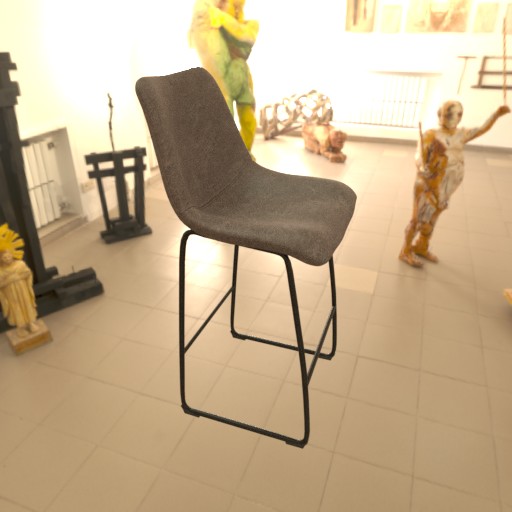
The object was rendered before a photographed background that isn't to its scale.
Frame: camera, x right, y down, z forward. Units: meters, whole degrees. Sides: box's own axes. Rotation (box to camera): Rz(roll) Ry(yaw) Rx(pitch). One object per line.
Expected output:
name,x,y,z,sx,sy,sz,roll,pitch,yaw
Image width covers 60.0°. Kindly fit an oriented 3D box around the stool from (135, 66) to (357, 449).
stool,0.000,0.000,1.422,0.561,1.082,0.514,10,30,17
